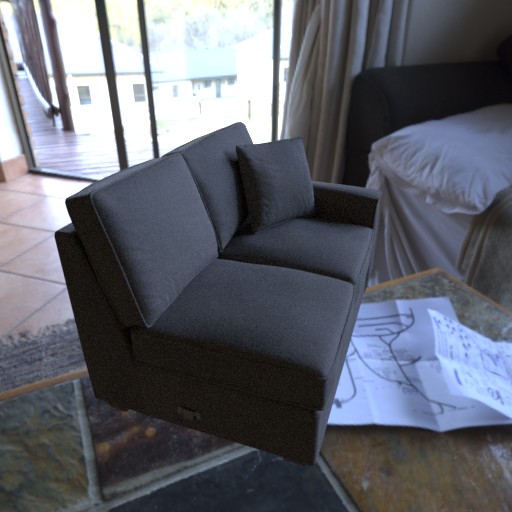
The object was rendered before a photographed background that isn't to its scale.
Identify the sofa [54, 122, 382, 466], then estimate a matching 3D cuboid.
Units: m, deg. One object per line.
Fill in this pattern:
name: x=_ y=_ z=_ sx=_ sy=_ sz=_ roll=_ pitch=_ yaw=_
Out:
sofa: x=0.000 y=0.000 z=2.064 sx=0.991 sy=0.989 sz=1.388 roll=10 pitch=30 yaw=18
